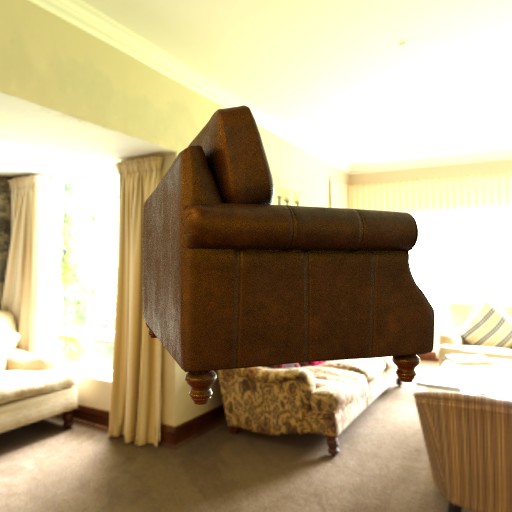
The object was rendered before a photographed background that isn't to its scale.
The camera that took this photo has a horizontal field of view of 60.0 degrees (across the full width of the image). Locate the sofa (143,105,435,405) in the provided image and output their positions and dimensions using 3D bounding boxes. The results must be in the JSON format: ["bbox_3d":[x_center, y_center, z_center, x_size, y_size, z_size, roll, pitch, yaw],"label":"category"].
[{"bbox_3d":[0.000,0.000,2.215,0.990,0.976,1.616,0,-1,-19],"label":"sofa"}]
